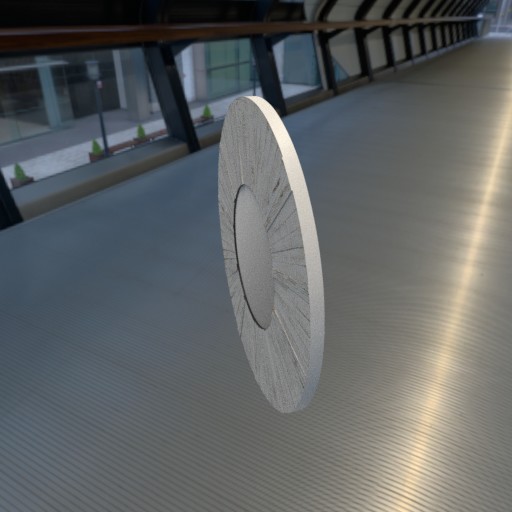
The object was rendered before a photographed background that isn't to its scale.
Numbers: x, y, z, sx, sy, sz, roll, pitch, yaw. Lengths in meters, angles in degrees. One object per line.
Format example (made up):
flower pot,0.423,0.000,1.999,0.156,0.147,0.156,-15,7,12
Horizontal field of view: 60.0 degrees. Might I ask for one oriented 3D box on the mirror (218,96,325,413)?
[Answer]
mirror,0.000,0.000,1.346,0.038,0.914,0.914,-8,31,-14
